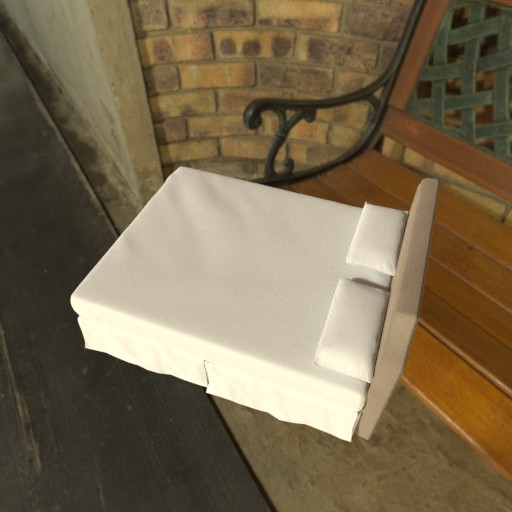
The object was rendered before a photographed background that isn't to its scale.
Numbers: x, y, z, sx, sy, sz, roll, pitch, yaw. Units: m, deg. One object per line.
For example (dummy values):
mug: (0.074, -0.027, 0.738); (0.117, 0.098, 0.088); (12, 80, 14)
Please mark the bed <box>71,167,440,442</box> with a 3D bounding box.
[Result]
bed: (0.000, 0.000, 3.695); (2.498, 1.293, 1.977); (16, 49, 14)
